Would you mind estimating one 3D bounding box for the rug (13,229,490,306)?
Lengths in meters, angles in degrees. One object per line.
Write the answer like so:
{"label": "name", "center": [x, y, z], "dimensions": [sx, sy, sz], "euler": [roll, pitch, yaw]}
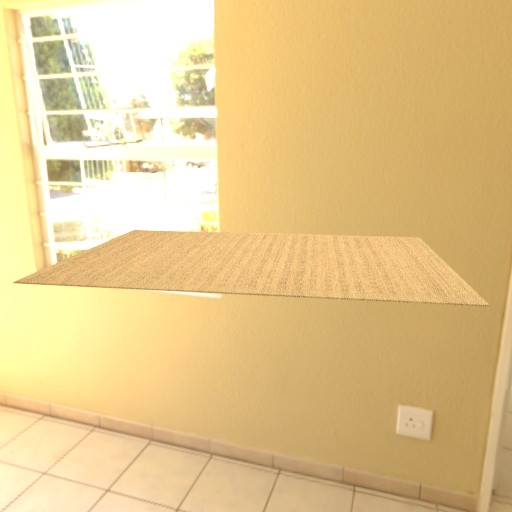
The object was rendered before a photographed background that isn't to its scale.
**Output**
{"label": "rug", "center": [0.000, 0.000, 2.156], "dimensions": [1.752, 0.006, 1.142], "euler": [2, 14, 8]}
